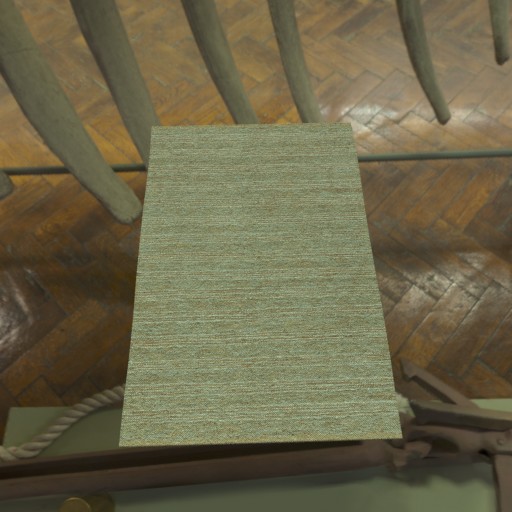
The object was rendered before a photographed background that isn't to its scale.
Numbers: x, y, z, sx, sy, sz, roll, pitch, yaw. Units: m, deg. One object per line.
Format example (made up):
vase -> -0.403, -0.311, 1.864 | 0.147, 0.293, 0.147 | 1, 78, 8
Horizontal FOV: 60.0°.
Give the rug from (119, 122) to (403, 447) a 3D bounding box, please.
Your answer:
rug -> 0.000, 0.000, 2.337 | 1.240, 0.010, 1.824 | -1, 63, -1
